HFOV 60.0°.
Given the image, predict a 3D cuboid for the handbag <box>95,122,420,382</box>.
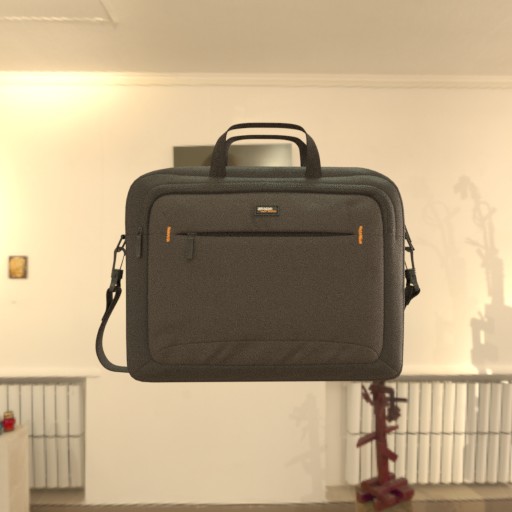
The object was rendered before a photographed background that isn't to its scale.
[{"bbox_3d":[0.000,0.000,0.427,0.320,0.244,0.089,0,1,-1],"label":"handbag"}]
